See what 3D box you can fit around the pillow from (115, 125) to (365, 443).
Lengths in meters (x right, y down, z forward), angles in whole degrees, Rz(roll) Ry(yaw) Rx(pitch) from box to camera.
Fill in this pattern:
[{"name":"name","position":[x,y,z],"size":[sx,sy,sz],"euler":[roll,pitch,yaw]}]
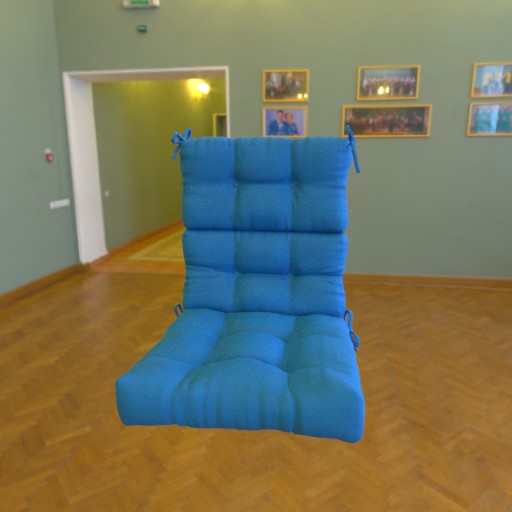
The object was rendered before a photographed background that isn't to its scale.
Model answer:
[{"name":"pillow","position":[0.000,0.000,1.031],"size":[0.519,0.605,0.571],"euler":[2,13,8]}]
